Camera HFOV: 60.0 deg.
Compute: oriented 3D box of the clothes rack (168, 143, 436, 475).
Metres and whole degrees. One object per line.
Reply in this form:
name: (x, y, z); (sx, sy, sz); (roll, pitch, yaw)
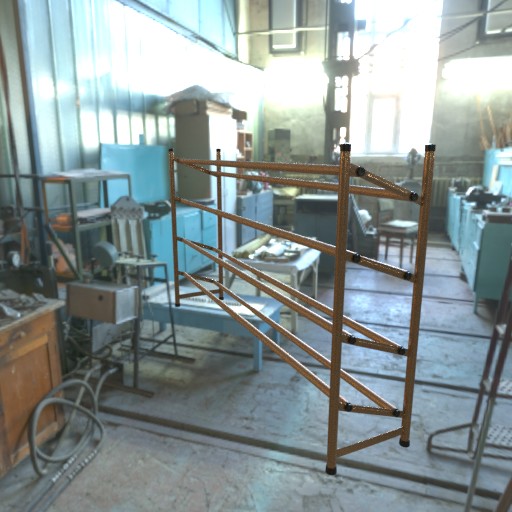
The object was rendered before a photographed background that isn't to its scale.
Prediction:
clothes rack: (0.000, 0.000, 1.403); (0.229, 0.672, 1.168); (-6, 15, -25)
